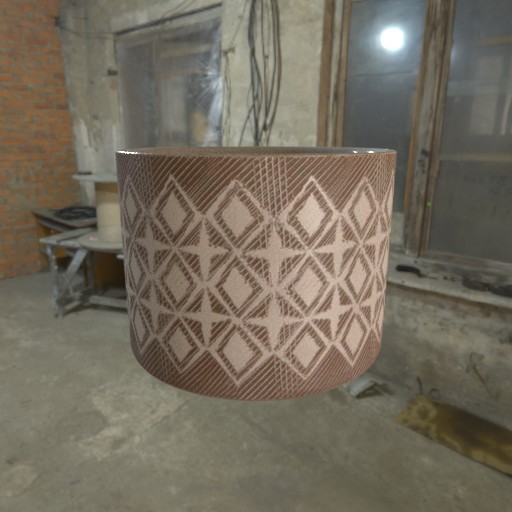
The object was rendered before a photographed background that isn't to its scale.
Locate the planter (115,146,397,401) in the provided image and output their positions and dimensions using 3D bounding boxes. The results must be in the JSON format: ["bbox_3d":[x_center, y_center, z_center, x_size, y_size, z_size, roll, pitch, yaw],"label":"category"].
[{"bbox_3d":[0.000,0.000,0.222,0.126,0.104,0.126,0,15,0],"label":"planter"}]
